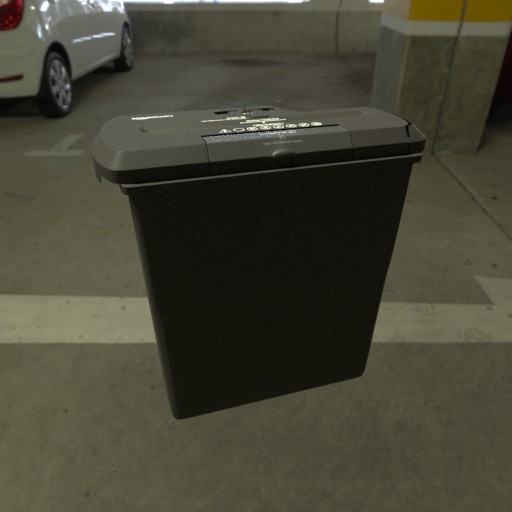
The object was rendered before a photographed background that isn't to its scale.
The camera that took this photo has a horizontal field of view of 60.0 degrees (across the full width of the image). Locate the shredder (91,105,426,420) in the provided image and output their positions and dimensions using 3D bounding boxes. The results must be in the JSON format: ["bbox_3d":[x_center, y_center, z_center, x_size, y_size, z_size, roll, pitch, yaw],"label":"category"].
[{"bbox_3d":[0.000,0.000,0.530,0.320,0.335,0.170,-9,33,-14],"label":"shredder"}]
